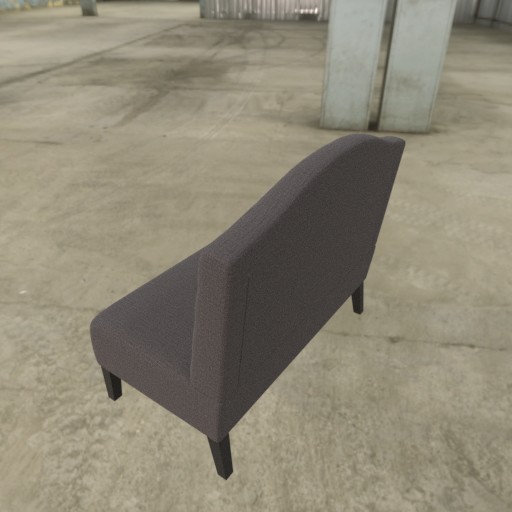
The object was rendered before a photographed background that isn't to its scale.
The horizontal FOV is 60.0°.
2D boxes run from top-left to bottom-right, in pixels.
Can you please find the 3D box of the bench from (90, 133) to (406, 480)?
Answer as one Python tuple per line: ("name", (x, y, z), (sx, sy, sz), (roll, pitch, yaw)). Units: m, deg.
("bench", (0.000, 0.000, 2.027), (0.815, 1.180, 1.335), (20, 37, 30))
